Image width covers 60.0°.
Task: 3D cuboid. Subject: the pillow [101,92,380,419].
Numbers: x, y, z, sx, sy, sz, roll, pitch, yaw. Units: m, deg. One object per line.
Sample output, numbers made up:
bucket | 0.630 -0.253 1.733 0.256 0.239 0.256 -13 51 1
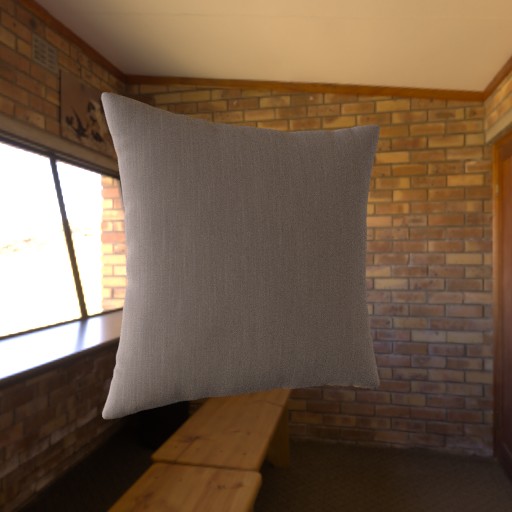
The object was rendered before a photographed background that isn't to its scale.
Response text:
pillow | 0.000 0.000 0.775 0.511 0.509 0.161 0 0 -20
